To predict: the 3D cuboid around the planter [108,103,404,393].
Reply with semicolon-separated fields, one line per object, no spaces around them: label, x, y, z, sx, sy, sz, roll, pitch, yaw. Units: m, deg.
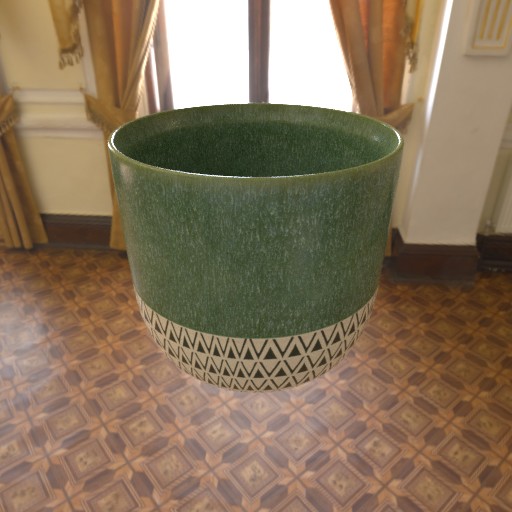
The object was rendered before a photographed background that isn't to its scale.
planter;0.000;0.000;0.479;0.266;0.270;0.266;0;30;0
